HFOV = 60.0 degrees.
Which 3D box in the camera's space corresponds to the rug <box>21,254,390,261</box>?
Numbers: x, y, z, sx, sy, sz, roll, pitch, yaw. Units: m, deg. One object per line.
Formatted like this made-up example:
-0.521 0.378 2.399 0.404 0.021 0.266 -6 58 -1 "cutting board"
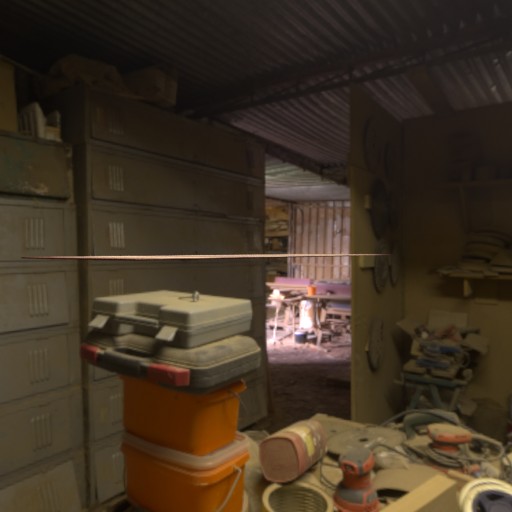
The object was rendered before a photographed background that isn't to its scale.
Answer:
0.000 0.000 2.711 0.792 0.006 2.437 0 1 37 "rug"
